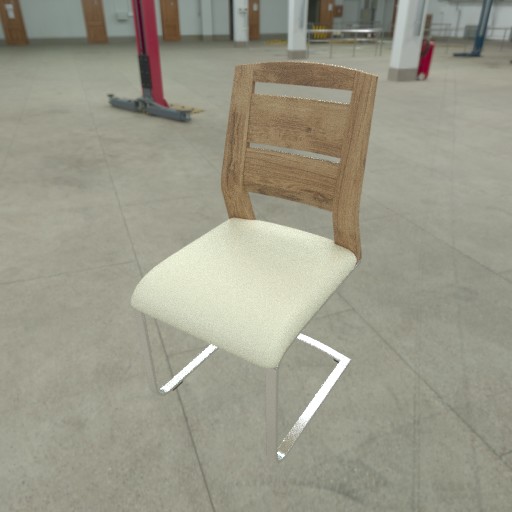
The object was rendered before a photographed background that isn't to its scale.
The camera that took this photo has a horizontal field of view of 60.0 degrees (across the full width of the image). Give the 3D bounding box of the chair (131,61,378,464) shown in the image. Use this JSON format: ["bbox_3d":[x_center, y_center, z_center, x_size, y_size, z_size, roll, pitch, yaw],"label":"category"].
[{"bbox_3d":[0.000,0.000,1.232,0.457,0.955,0.561,18,34,29],"label":"chair"}]
